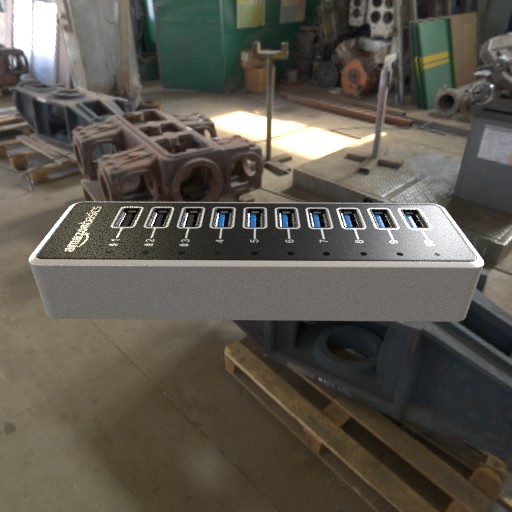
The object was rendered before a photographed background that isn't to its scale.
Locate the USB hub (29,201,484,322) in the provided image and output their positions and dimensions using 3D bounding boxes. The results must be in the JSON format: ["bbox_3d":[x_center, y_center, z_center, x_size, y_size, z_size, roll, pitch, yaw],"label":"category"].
[{"bbox_3d":[0.000,0.000,0.162,0.145,0.023,0.044,0,33,1],"label":"USB hub"}]
